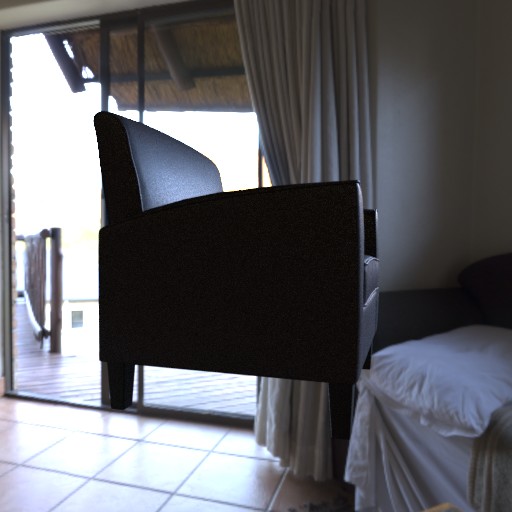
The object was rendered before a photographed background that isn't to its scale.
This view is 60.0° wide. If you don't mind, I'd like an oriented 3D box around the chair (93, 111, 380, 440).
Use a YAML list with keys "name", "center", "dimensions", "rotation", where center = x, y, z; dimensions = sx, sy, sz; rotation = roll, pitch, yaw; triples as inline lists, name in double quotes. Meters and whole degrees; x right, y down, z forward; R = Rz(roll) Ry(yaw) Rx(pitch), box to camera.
- name: "chair"
  center: [0.000, 0.000, 1.578]
  dimensions: [0.819, 0.916, 0.820]
  rotation: [0, 0, 18]
